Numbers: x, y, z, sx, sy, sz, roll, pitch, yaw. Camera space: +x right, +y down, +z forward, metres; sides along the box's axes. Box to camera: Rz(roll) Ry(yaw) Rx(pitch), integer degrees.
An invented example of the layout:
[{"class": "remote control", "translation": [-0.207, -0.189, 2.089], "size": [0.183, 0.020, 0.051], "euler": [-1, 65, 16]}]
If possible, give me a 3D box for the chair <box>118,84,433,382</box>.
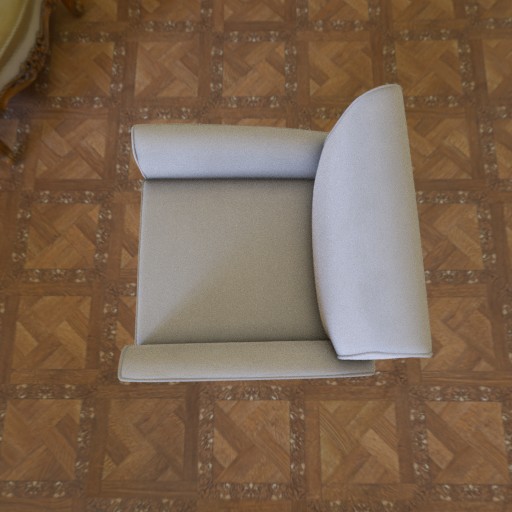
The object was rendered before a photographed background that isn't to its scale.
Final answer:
[{"class": "chair", "translation": [0.000, 0.000, 1.534], "size": [0.821, 0.915, 0.820], "euler": [-1, 76, 0]}]
